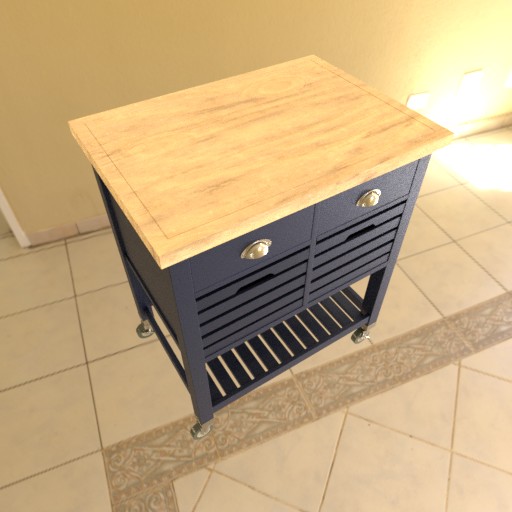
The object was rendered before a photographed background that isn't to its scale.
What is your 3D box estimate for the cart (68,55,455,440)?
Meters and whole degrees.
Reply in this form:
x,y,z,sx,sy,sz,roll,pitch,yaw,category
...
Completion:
x,y,z,sx,sy,sz,roll,pitch,yaw,category
0.000,0.000,1.436,0.797,0.920,0.567,-25,51,-22,cart
